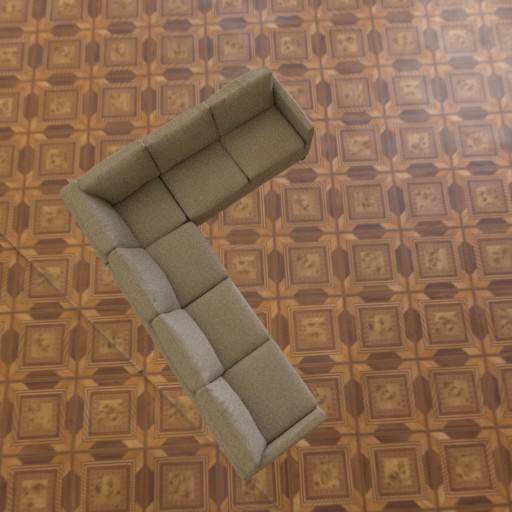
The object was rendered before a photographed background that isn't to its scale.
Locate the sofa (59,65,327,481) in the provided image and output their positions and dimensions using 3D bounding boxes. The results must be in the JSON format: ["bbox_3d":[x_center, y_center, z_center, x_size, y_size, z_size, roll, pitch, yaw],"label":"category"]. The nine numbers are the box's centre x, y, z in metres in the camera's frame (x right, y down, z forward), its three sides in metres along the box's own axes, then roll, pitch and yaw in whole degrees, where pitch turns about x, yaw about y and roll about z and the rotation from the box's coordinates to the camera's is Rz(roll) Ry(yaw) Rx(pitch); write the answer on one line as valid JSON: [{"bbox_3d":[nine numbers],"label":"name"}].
[{"bbox_3d":[0.000,0.000,4.511,2.593,0.947,3.302,-34,78,-8],"label":"sofa"}]
